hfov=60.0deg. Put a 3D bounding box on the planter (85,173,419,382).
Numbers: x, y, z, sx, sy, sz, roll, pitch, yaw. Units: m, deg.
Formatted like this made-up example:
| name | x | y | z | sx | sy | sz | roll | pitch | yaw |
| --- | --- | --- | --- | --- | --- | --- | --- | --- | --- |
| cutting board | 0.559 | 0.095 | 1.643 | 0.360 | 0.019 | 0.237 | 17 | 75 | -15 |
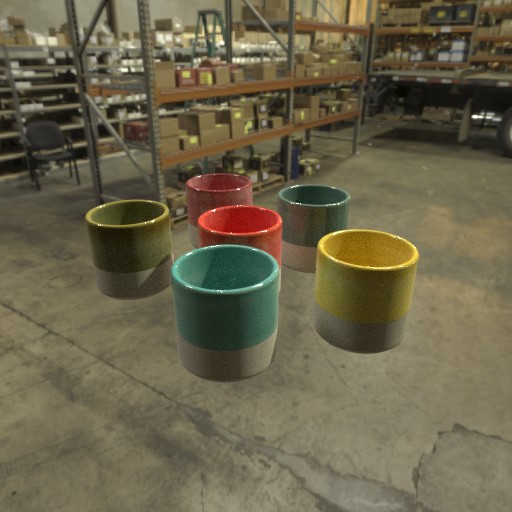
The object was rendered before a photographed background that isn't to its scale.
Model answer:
| name | x | y | z | sx | sy | sz | roll | pitch | yaw |
| --- | --- | --- | --- | --- | --- | --- | --- | --- | --- |
| planter | 0.000 | 0.000 | 0.410 | 0.286 | 0.075 | 0.257 | 16 | 30 | 31 |
